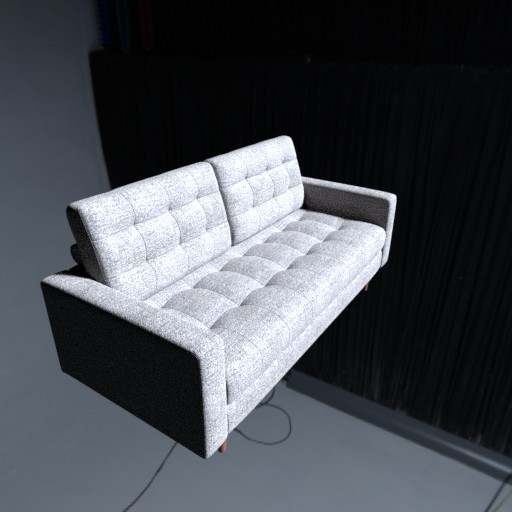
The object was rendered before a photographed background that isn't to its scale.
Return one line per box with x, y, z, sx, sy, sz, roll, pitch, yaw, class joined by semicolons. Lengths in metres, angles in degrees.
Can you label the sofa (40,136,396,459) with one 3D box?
0.000;0.000;2.265;0.863;0.902;1.821;17;31;30;sofa
